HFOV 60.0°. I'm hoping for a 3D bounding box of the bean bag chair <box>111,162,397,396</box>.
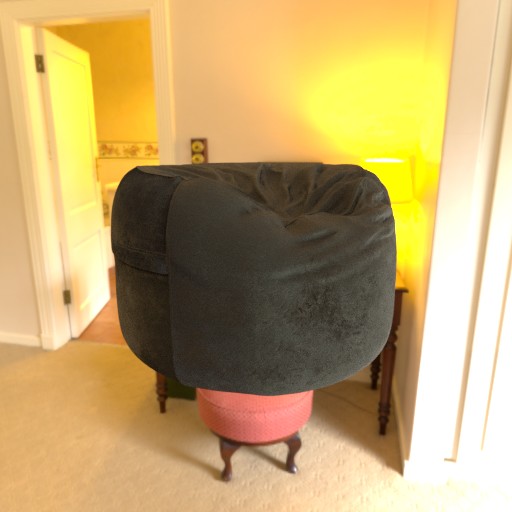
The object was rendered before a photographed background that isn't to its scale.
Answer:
[{"bbox_3d":[0.000,0.000,1.489,0.918,0.605,0.918,0,15,0],"label":"bean bag chair"}]
